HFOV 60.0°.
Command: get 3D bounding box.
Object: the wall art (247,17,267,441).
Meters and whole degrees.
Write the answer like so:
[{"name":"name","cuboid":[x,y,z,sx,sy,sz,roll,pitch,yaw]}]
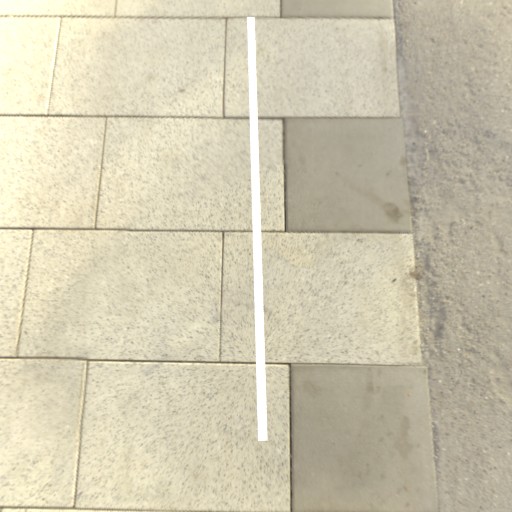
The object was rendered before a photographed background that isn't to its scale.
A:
[{"name":"wall art","cuboid":[0.000,0.000,1.208,0.015,0.812,0.812,-1,76,0]}]
